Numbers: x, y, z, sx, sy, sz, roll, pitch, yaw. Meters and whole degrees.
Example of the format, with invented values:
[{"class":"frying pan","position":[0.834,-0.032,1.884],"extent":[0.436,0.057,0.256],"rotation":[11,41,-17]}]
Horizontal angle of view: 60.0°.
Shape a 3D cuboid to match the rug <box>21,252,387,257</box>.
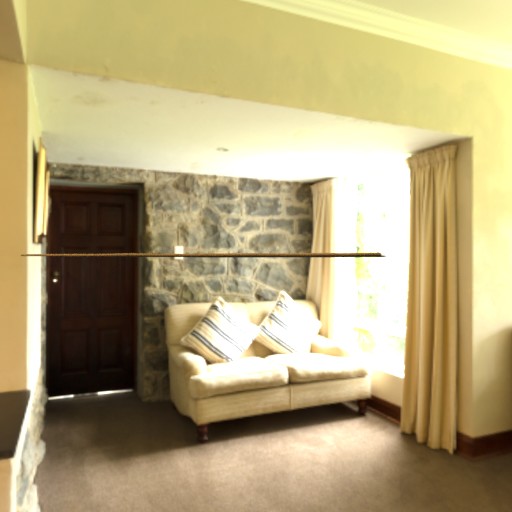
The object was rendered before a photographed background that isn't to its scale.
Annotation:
[{"class":"rug","position":[0.000,0.000,4.355],"extent":[2.449,0.019,3.357],"rotation":[0,0,17]}]
